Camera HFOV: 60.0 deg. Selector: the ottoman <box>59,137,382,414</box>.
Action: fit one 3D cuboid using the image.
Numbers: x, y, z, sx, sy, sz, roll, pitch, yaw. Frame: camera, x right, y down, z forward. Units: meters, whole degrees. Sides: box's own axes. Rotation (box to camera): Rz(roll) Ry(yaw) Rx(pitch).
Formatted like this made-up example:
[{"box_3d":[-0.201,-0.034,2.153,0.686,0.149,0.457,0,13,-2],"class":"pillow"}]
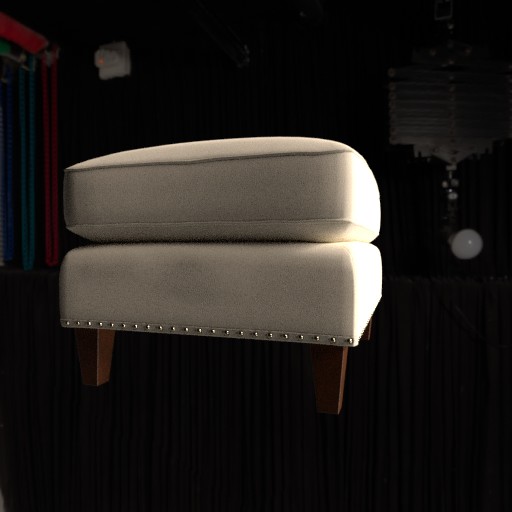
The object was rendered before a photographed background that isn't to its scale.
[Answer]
[{"box_3d":[0.000,0.000,1.128,0.584,0.513,0.741,0,1,19],"class":"ottoman"}]
